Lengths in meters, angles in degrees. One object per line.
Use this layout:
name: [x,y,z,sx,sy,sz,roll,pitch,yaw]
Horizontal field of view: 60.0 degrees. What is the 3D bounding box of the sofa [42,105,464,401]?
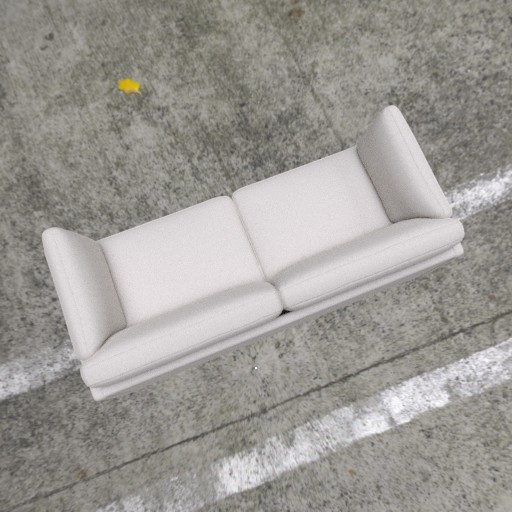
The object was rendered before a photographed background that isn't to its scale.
sofa: [0.000,0.000,2.756,2.301,0.863,0.957,-21,77,-5]
